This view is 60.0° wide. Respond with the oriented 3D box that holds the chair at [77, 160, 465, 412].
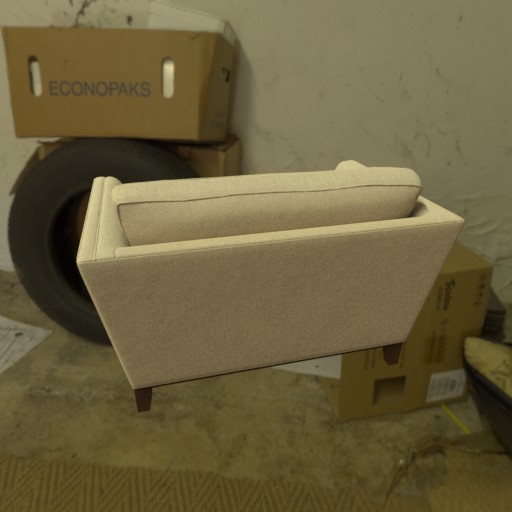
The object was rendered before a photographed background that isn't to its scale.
[{"bbox_3d":[0.000,0.000,2.060,1.397,0.940,0.965,-7,26,-13],"label":"chair"}]
